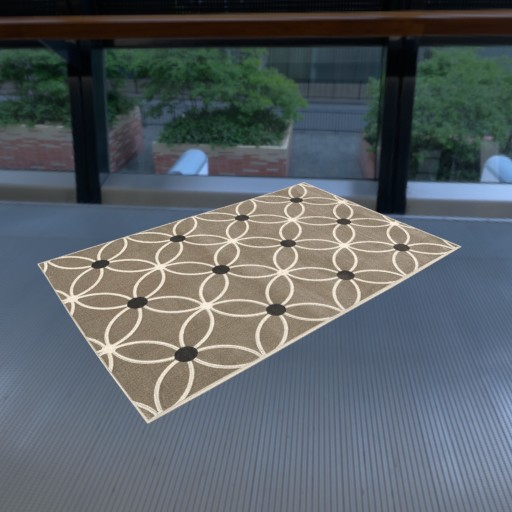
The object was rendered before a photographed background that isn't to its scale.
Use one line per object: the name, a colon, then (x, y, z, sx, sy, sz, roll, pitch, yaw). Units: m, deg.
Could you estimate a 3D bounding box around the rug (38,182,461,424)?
rug: (0.000, 0.000, 2.836, 2.284, 0.008, 1.522, -22, 37, -32)
